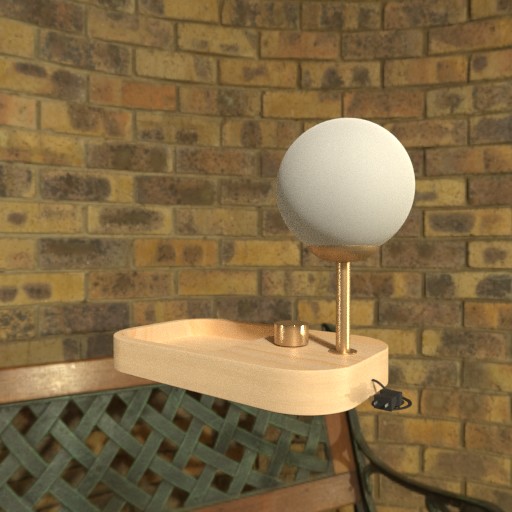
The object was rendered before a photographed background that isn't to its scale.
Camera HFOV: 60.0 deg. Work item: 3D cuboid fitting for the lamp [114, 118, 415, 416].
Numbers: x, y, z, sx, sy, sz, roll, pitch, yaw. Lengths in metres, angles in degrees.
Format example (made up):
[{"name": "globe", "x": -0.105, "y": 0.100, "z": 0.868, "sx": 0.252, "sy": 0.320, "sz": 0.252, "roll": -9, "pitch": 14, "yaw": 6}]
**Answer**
[{"name": "lamp", "x": 0.000, "y": 0.000, "z": 0.473, "sx": 0.331, "sy": 0.253, "sz": 0.173, "roll": 1, "pitch": 1, "yaw": 36}]
